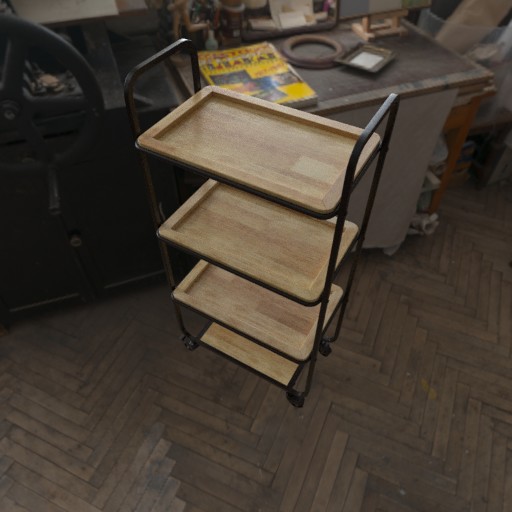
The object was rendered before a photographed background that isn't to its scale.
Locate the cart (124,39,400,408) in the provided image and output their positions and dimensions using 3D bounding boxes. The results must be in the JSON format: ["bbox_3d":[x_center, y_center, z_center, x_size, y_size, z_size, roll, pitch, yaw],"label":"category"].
[{"bbox_3d":[0.000,0.000,1.308,0.545,1.080,0.321,23,52,19],"label":"cart"}]
